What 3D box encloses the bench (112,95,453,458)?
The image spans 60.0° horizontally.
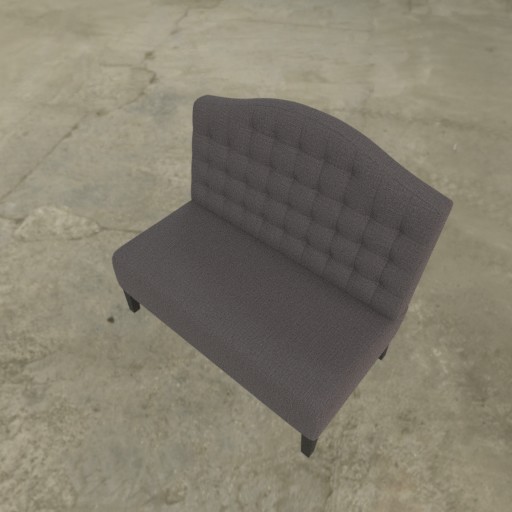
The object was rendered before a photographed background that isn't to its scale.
[{"bbox_3d":[0.000,0.000,2.091,1.335,1.180,0.815,32,54,27],"label":"bench"}]
